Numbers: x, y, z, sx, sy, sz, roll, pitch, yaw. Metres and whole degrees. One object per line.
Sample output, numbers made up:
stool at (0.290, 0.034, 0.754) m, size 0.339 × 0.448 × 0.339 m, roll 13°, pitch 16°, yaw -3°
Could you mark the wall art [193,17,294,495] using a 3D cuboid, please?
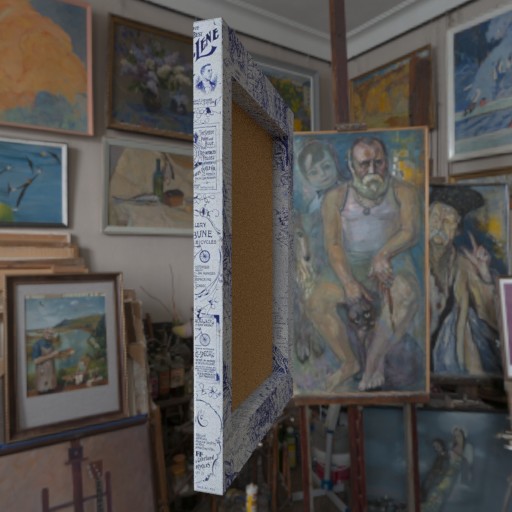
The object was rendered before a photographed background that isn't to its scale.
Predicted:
wall art at (0.000, 0.000, 0.473) m, size 0.025 × 0.376 × 0.255 m, roll 0°, pitch 1°, yaw 17°
